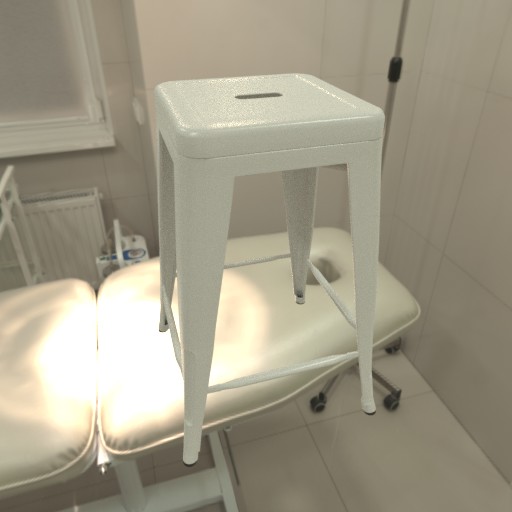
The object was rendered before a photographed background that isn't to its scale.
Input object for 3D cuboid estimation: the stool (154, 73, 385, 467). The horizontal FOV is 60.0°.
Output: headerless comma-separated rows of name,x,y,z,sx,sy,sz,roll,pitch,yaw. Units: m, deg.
stool,0.000,0.000,0.869,0.406,0.610,0.406,-10,34,-15
